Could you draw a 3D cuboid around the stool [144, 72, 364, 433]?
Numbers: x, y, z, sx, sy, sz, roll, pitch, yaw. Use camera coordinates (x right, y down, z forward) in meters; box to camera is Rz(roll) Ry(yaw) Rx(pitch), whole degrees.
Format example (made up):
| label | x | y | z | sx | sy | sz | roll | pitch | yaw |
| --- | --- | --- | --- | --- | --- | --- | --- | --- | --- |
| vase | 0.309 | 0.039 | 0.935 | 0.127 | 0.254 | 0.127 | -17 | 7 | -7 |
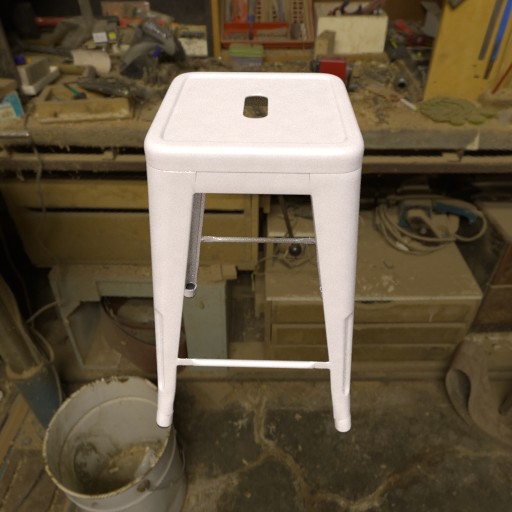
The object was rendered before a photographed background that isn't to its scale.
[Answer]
| label | x | y | z | sx | sy | sz | roll | pitch | yaw |
| --- | --- | --- | --- | --- | --- | --- | --- | --- | --- |
| stool | 0.000 | 0.000 | 0.869 | 0.406 | 0.610 | 0.406 | 1 | 41 | 1 |
